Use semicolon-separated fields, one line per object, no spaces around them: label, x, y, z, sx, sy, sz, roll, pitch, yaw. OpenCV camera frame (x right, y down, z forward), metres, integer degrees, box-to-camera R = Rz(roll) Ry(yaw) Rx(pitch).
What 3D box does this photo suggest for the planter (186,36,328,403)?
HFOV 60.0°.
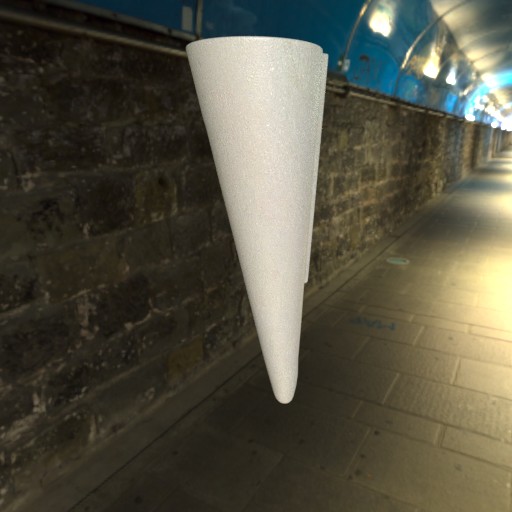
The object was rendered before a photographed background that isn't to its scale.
planter;0.000;0.000;0.224;0.064;0.191;0.057;-15;22;-42
